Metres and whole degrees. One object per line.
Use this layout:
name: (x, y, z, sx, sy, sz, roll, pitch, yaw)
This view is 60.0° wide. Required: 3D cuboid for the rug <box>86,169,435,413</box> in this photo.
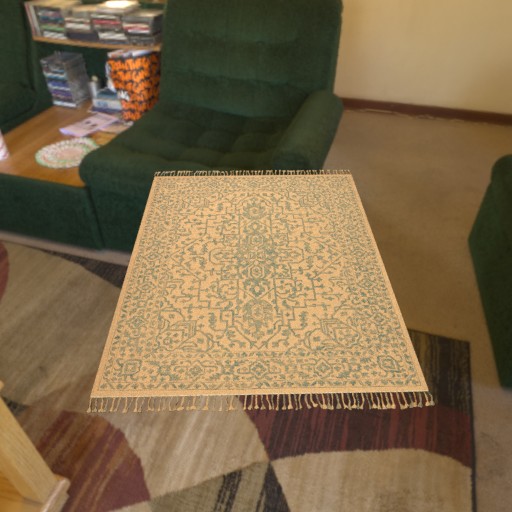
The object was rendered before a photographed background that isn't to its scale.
rug: (0.000, 0.000, 4.345, 2.464, 0.010, 3.327, -1, 41, -1)
